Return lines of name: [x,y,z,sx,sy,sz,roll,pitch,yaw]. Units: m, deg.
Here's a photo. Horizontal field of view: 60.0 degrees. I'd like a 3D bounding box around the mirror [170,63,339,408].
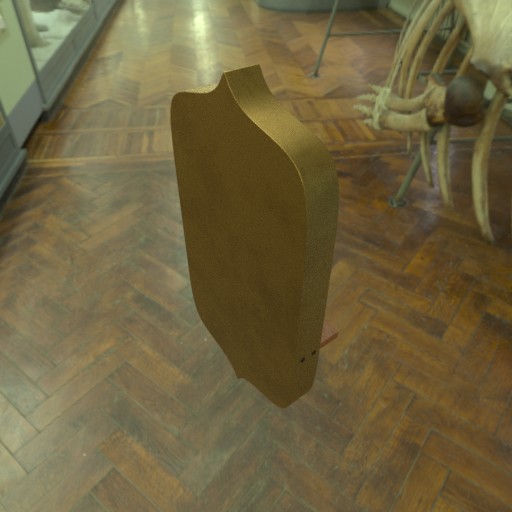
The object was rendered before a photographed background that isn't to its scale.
mirror: [0.000,0.000,0.740,0.096,0.613,0.323,-26,47,-28]
